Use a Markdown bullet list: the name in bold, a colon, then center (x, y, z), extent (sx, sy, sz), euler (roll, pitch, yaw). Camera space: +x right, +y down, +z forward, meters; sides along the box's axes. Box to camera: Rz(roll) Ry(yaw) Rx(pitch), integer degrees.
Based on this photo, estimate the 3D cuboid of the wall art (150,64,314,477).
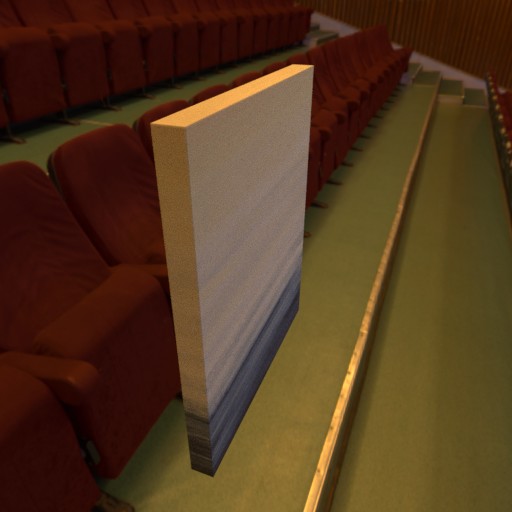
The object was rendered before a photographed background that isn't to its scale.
- **wall art**: center (0.000, 0.000, 0.703), extent (0.037, 0.511, 0.435), euler (11, 32, 18)
